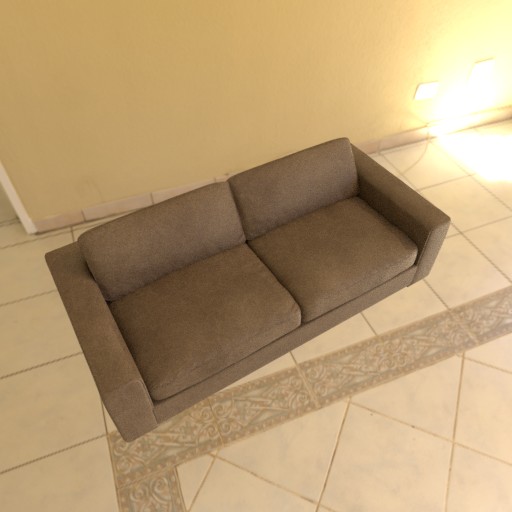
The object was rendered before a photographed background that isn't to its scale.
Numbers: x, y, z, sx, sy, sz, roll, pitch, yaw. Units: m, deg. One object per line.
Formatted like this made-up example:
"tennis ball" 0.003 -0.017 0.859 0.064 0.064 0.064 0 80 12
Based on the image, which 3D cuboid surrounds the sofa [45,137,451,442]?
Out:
"sofa" 0.000 0.000 2.780 2.262 0.801 1.070 -24 52 -21
